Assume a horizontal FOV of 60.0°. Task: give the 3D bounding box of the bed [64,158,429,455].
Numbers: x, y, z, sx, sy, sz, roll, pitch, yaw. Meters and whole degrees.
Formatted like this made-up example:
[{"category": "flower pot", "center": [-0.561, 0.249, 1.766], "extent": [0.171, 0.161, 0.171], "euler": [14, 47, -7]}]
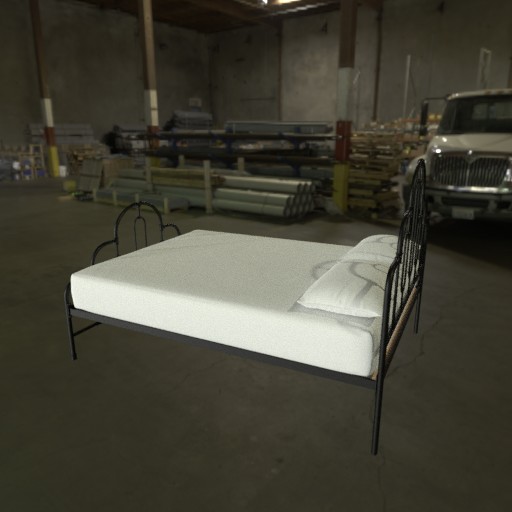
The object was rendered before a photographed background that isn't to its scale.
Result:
[{"category": "bed", "center": [0.000, 0.000, 3.229], "extent": [2.181, 1.444, 1.626], "euler": [8, 17, 25]}]
